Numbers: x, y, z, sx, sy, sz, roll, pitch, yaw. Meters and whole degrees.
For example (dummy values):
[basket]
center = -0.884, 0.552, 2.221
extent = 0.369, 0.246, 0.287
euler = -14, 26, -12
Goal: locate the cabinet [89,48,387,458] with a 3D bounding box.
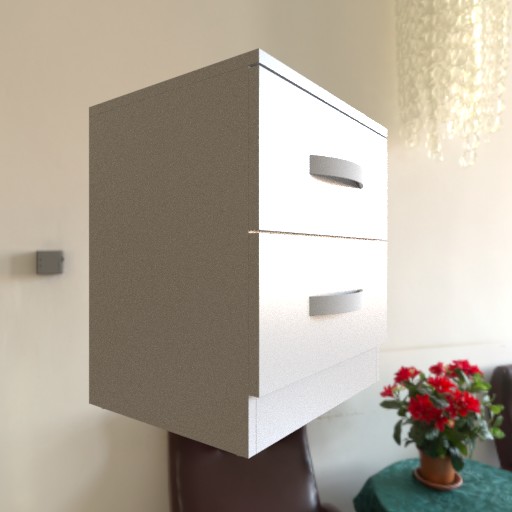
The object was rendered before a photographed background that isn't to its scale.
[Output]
[cabinet]
center = 0.000, 0.000, 0.753
extent = 0.360, 0.470, 0.400
euler = 0, 0, 37
